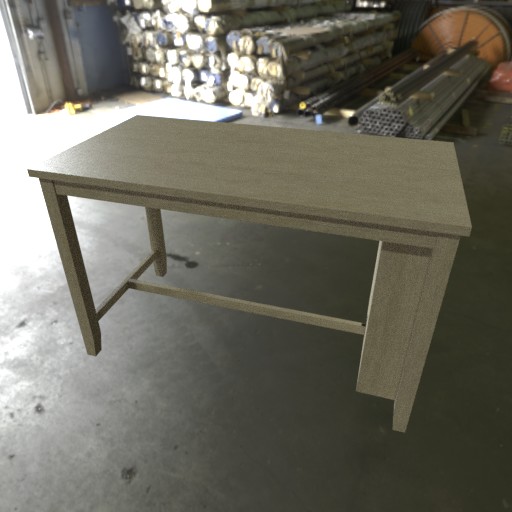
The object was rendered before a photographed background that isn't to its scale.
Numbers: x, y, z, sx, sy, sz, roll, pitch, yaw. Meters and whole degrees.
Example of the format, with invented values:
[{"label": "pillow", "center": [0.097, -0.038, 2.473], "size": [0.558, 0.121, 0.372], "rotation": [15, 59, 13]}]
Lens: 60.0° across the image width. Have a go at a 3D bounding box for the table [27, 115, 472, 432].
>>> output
[{"label": "table", "center": [0.000, 0.000, 1.851], "size": [1.397, 0.874, 0.729], "rotation": [9, 33, 14]}]
